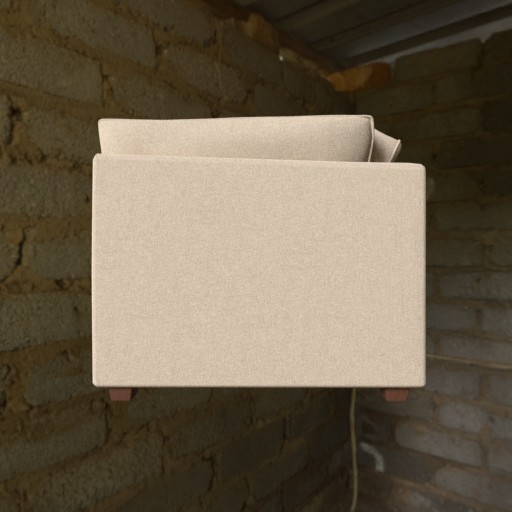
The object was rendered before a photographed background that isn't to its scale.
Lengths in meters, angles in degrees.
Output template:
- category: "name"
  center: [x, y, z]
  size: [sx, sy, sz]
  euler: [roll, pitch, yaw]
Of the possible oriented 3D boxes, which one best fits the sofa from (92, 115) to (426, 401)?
- category: "sofa"
  center: [0.000, 0.000, 1.873]
  size: [1.042, 0.937, 1.050]
  euler: [0, 0, 0]
